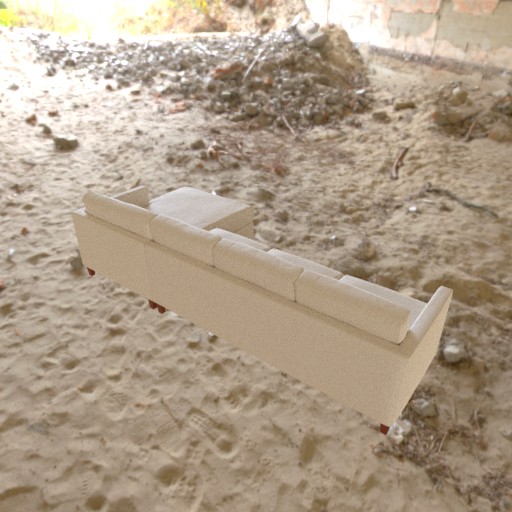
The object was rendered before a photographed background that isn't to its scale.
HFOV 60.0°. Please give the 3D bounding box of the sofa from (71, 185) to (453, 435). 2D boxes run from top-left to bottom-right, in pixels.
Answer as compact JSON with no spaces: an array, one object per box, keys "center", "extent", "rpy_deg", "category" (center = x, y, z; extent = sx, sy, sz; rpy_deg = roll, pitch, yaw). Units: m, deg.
[{"center":[0.000,0.000,4.195],"extent":[3.471,0.954,1.606],"rpy_deg":[21,36,31],"category":"sofa"}]
